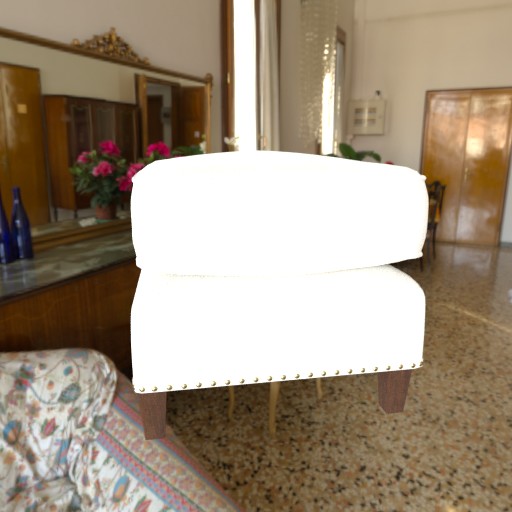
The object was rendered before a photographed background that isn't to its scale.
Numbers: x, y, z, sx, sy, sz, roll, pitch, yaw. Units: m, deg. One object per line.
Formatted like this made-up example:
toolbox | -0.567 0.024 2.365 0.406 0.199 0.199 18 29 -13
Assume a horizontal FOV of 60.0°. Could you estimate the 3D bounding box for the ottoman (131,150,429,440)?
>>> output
ottoman | 0.000 0.000 1.160 0.589 0.537 0.738 -2 14 -10
